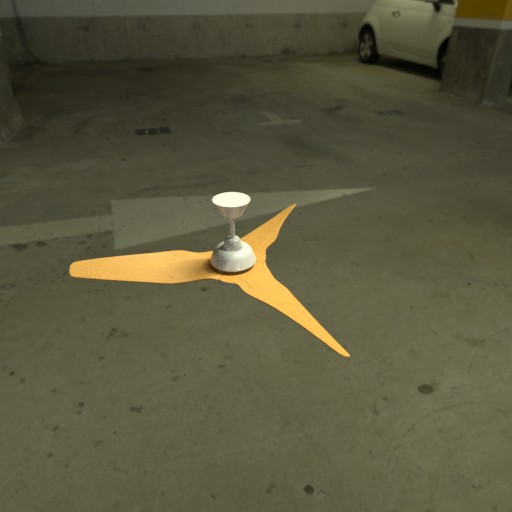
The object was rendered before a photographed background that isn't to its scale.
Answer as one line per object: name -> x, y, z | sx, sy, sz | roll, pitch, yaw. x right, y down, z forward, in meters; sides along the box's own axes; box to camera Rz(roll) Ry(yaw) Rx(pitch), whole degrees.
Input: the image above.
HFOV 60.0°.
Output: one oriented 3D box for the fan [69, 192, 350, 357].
fan -> 0.000, 0.000, 1.655 | 1.142, 0.355, 1.010 | -20, 36, -30
